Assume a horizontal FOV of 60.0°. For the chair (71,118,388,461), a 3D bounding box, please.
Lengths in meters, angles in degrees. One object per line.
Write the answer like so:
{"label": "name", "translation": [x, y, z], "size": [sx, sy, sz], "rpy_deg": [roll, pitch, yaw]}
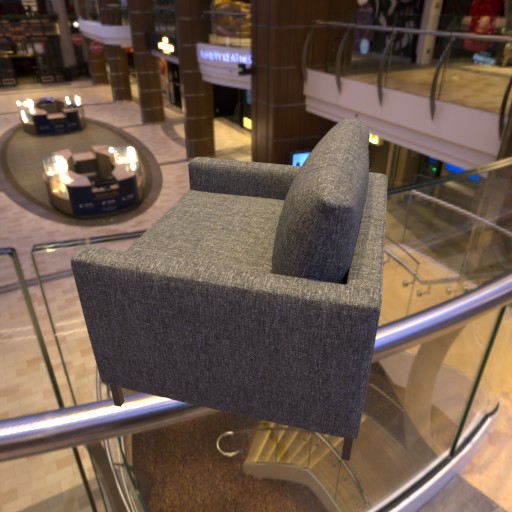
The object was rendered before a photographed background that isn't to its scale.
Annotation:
{"label": "chair", "translation": [0.000, 0.000, 1.618], "size": [0.866, 0.861, 0.963], "rpy_deg": [8, 31, 13]}
